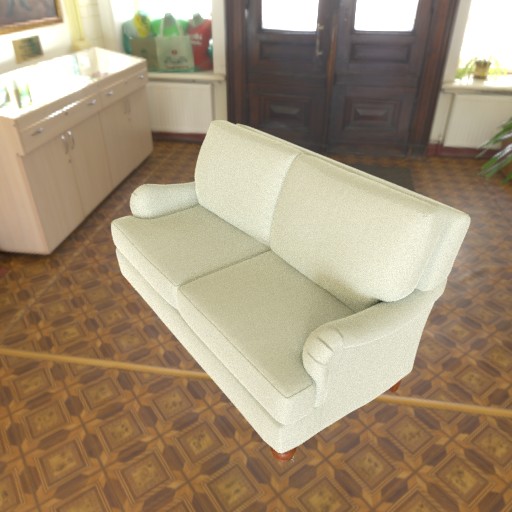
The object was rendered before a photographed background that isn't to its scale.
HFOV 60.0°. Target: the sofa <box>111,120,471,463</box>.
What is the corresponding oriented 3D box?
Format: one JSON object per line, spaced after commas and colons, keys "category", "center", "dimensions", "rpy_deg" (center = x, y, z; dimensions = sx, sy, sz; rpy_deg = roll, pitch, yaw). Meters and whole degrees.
{"category": "sofa", "center": [0.000, 0.000, 2.532], "dimensions": [1.084, 1.101, 1.853], "rpy_deg": [-22, 38, -30]}
